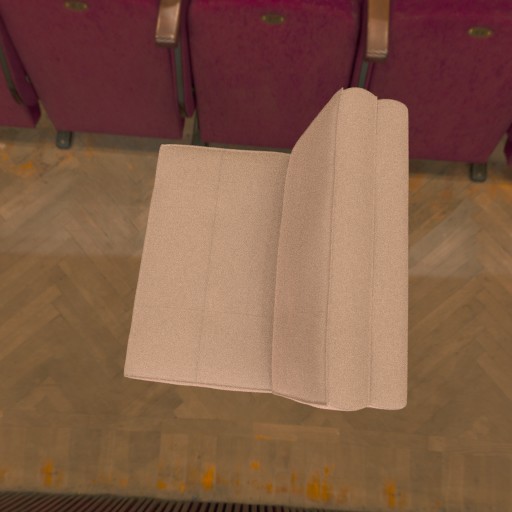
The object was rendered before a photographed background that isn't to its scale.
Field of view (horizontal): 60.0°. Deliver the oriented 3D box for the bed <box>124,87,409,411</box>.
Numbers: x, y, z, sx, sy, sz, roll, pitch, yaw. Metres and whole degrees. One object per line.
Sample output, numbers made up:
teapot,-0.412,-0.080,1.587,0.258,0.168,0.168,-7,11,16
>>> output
bed,0.000,0.000,1.314,0.749,0.614,0.799,5,75,1
